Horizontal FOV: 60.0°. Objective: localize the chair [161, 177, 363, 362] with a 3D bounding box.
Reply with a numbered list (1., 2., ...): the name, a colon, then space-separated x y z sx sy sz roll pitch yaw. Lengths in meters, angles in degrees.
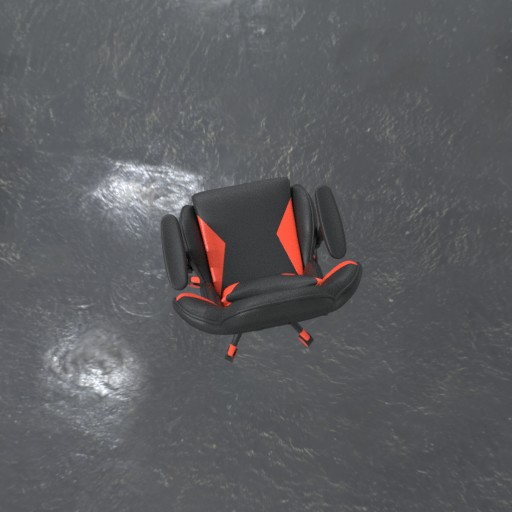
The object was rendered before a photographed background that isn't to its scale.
1. chair: 0.000 0.000 1.701 0.695 1.282 0.730 -11 77 -3
